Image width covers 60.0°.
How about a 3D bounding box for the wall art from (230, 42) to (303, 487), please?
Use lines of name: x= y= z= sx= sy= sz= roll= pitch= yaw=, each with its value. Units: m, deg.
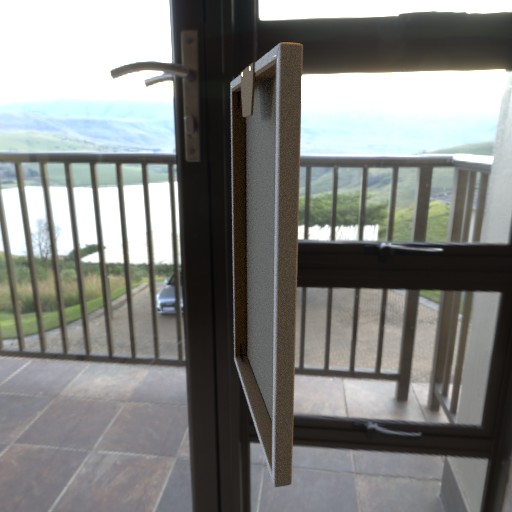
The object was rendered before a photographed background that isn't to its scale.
wall art: x=0.000 y=0.000 z=1.161 sx=0.048 sy=0.916 sz=0.602 roll=-3 pitch=16 yaw=-11
